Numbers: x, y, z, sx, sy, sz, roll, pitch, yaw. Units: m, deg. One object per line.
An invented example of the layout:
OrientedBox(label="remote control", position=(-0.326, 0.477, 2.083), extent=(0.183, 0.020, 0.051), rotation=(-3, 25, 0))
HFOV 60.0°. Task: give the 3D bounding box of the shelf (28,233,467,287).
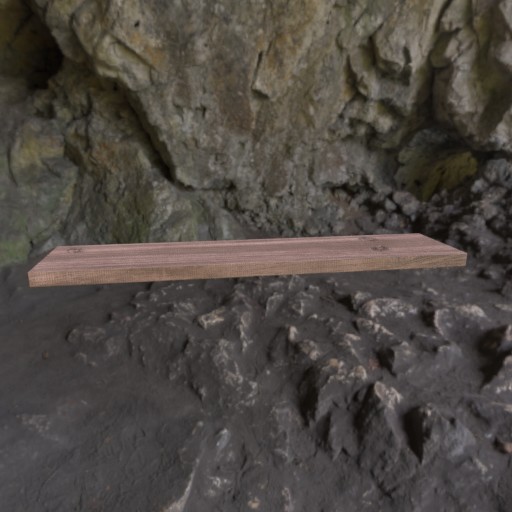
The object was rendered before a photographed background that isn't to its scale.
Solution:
OrientedBox(label="shelf", position=(0.000, 0.000, 0.677), extent=(0.610, 0.020, 0.140), rotation=(-2, 15, -9))
